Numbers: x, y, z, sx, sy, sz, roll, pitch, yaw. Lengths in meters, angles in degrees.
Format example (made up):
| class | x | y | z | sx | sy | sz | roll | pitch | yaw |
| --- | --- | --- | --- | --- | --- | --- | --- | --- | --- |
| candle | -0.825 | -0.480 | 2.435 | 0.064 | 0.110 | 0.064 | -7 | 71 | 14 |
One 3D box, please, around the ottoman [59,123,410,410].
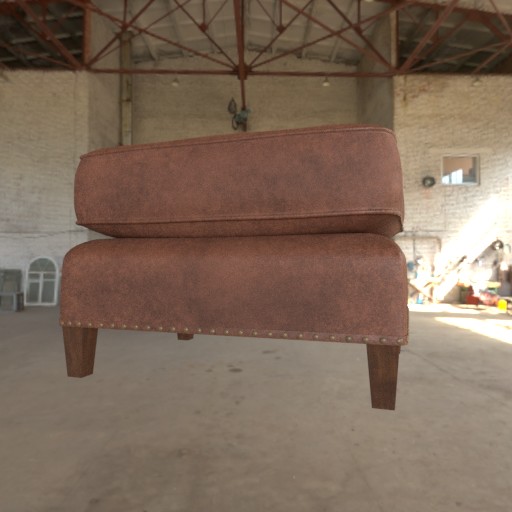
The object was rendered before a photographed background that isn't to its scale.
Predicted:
| class | x | y | z | sx | sy | sz | roll | pitch | yaw |
| --- | --- | --- | --- | --- | --- | --- | --- | --- | --- |
| ottoman | 0.000 | 0.000 | 1.131 | 0.738 | 0.537 | 0.589 | 0 | -1 | 19 |
